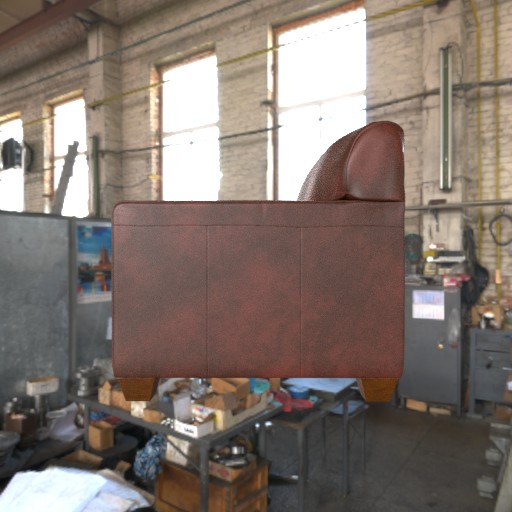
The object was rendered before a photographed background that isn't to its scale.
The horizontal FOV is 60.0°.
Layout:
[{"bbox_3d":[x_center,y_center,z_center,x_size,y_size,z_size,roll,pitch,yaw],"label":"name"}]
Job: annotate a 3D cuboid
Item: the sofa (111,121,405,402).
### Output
[{"bbox_3d":[0.000,0.000,2.101,1.000,0.956,1.413,0,0,0],"label":"sofa"}]
